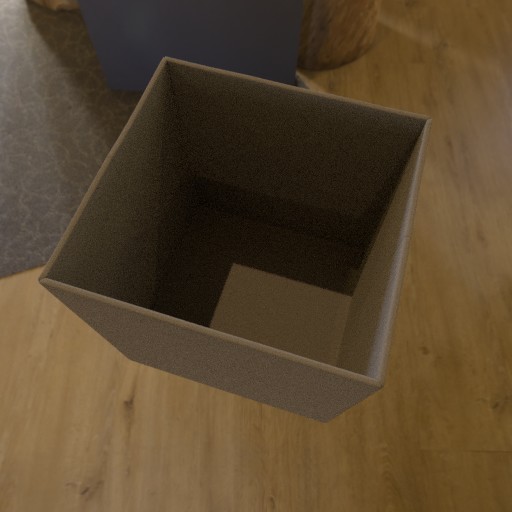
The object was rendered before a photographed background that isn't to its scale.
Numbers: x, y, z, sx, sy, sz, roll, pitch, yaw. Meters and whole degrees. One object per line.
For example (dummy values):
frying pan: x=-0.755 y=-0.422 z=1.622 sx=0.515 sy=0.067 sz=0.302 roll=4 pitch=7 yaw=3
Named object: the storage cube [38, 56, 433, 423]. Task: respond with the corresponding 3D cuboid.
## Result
storage cube: x=0.000 y=0.000 z=0.498 sx=0.270 sy=0.280 sz=0.270 roll=16 pitch=66 yaw=7
